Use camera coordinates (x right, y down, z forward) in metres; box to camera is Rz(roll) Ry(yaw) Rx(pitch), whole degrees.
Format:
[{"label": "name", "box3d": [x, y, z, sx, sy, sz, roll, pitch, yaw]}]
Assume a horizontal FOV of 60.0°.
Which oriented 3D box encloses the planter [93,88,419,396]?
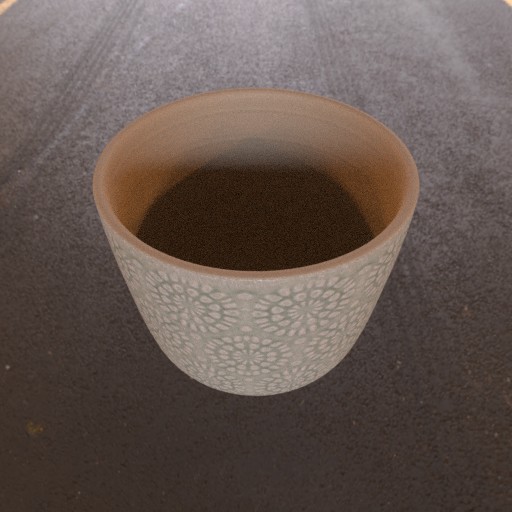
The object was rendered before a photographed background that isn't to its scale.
[{"label": "planter", "box3d": [0.000, 0.000, 0.211, 0.124, 0.109, 0.124, 0, 46, 0]}]
